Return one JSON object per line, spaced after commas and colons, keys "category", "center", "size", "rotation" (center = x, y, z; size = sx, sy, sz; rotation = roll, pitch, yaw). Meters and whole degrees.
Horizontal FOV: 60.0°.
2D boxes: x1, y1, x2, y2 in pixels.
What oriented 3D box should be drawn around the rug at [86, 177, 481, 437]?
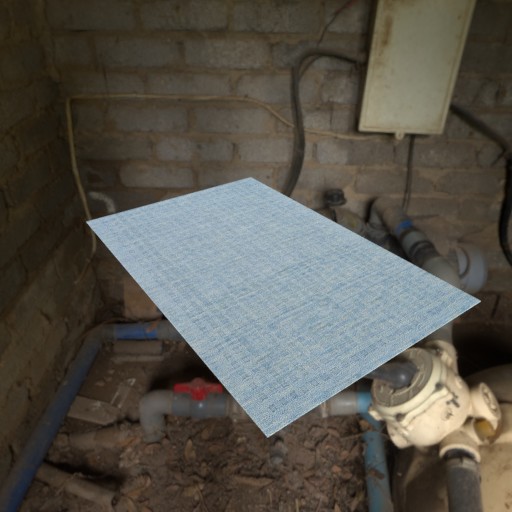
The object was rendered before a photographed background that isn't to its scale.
{"category": "rug", "center": [0.000, 0.000, 2.945], "size": [1.522, 0.006, 2.286], "rotation": [-21, 38, -30]}
